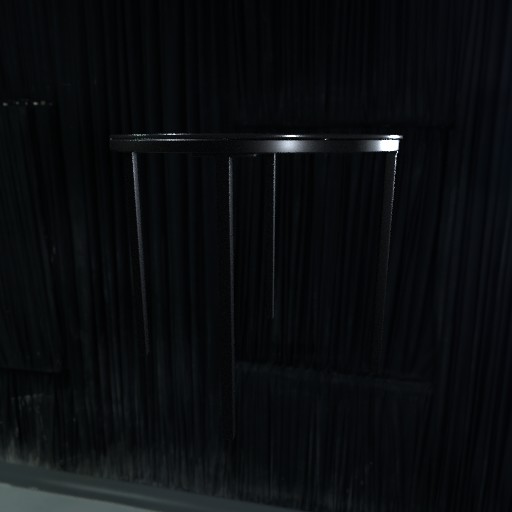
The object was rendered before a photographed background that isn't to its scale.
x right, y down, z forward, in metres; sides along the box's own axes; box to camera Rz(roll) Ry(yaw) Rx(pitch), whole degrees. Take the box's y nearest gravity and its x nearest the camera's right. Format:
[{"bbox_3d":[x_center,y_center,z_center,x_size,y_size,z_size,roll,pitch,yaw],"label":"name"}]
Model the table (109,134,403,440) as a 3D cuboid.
[{"bbox_3d":[0.000,0.000,0.847,0.499,0.443,0.499,0,15,0],"label":"table"}]
